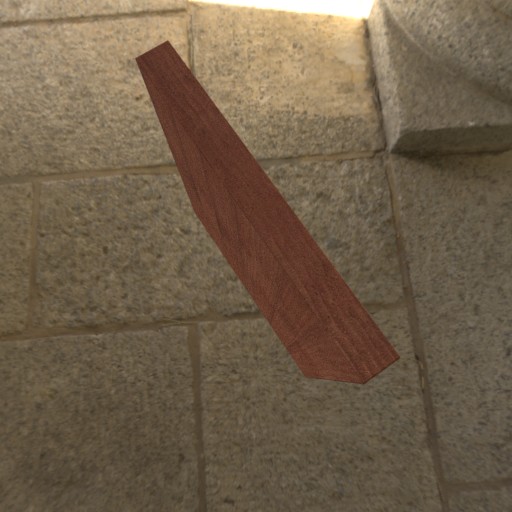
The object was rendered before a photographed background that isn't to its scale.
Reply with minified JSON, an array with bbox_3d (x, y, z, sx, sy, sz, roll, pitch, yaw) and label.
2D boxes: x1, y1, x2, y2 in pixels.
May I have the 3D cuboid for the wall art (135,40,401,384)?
[{"bbox_3d":[0.000,0.000,0.624,0.039,0.449,0.377,-33,78,-8],"label":"wall art"}]
